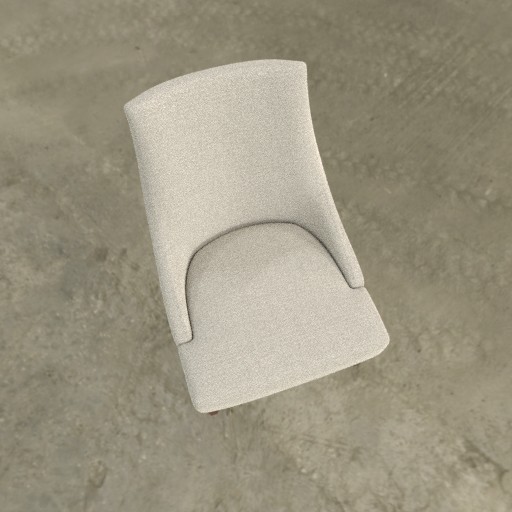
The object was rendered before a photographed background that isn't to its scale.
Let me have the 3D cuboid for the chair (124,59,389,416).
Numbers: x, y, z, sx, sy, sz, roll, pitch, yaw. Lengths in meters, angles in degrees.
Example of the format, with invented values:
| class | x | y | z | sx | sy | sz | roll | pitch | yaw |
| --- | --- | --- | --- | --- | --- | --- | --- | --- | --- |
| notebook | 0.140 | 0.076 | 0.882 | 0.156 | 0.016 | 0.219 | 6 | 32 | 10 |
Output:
| class | x | y | z | sx | sy | sz | roll | pitch | yaw |
| --- | --- | --- | --- | --- | --- | --- | --- | --- | --- |
| chair | 0.000 | 0.000 | 1.533 | 0.701 | 0.909 | 0.861 | -17 | 65 | -8 |
